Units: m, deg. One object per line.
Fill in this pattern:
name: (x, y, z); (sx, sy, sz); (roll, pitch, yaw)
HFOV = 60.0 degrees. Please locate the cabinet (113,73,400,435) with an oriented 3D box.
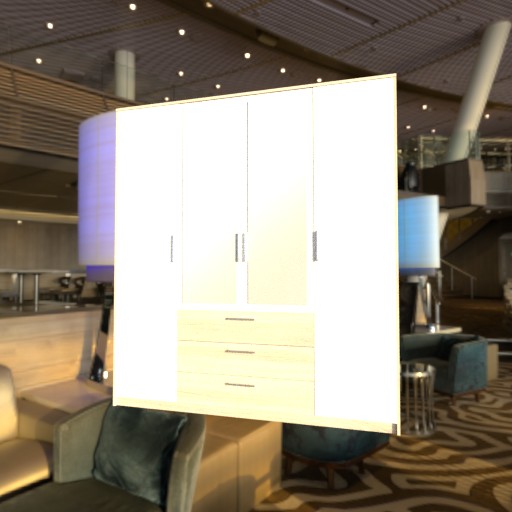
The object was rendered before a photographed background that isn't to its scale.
cabinet: (0.000, 0.000, 3.071); (1.870, 2.060, 0.620); (-1, -2, 17)
